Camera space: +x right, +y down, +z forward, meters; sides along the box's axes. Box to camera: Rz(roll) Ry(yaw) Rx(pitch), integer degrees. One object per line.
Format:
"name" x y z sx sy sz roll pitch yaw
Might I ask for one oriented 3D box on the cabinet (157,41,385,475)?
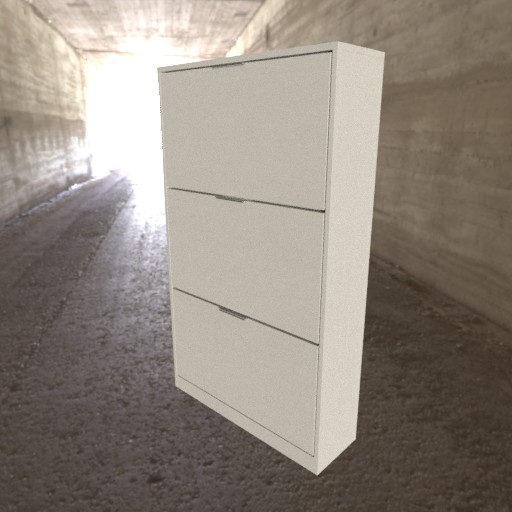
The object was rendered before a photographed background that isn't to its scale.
"cabinet" 0.000 0.000 1.573 0.750 1.280 0.250 15 22 41
